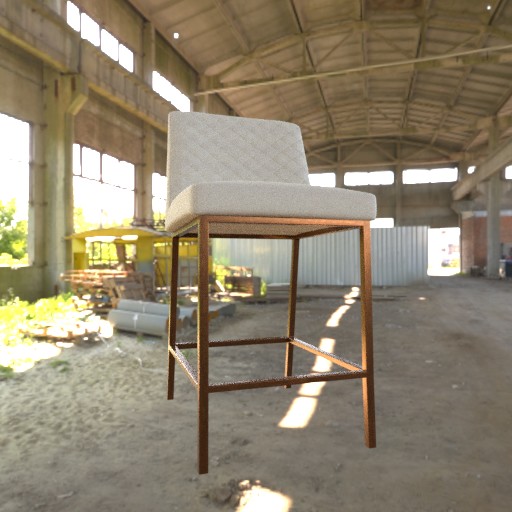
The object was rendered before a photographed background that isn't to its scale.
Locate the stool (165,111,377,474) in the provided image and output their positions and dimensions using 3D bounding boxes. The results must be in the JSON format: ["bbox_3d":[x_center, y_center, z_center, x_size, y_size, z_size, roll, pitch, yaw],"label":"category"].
[{"bbox_3d":[0.000,0.000,1.320,0.507,0.973,0.576,0,-1,-18],"label":"stool"}]
